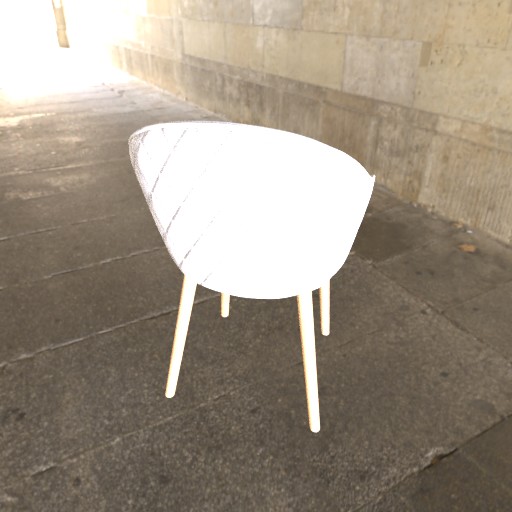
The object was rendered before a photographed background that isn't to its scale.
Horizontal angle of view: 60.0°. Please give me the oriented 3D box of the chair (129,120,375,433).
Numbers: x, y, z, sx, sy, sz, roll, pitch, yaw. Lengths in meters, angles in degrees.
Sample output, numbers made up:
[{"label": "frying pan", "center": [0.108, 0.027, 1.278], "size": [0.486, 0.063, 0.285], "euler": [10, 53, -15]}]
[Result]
[{"label": "chair", "center": [0.000, 0.000, 1.154], "size": [0.540, 0.800, 0.530], "euler": [8, 31, 14]}]
